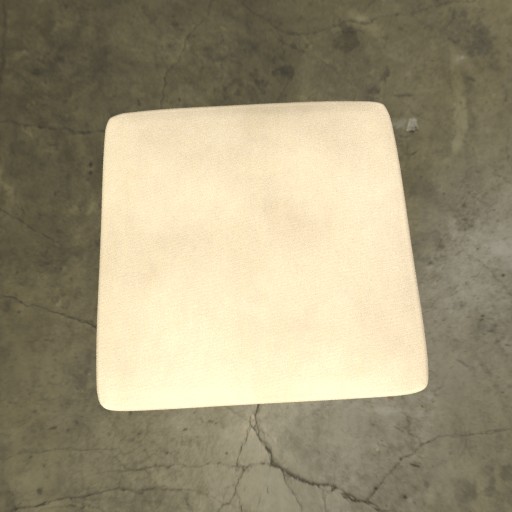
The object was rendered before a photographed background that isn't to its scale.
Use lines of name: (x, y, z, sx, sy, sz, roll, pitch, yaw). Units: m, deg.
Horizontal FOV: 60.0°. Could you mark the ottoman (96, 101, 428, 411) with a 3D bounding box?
ottoman: (0.000, 0.000, 1.344, 0.843, 0.441, 0.842, -3, 75, -1)
